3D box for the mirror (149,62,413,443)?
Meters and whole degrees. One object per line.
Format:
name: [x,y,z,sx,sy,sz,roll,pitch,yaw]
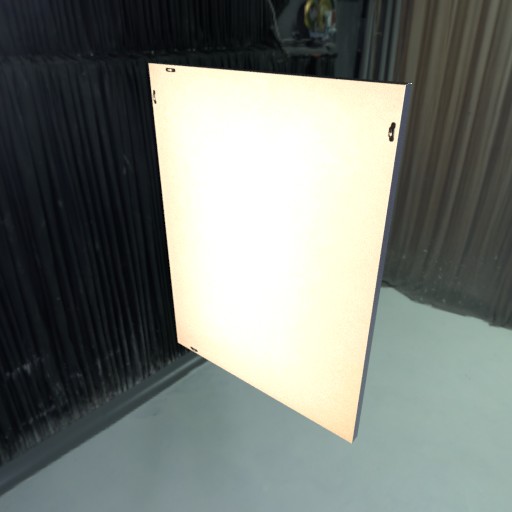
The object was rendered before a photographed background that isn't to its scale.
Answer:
mirror: [0.000,0.000,1.314,0.762,1.016,0.040,21,34,33]
